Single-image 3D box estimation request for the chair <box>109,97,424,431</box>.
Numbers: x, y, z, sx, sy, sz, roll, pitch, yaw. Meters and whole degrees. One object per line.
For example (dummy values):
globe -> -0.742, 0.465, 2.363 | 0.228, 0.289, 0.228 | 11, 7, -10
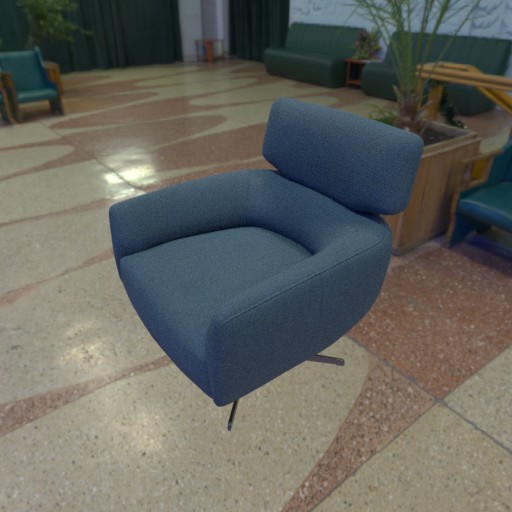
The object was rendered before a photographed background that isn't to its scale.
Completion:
chair -> 0.000, 0.000, 1.412 | 0.761, 0.813, 0.738 | -20, 36, -29
